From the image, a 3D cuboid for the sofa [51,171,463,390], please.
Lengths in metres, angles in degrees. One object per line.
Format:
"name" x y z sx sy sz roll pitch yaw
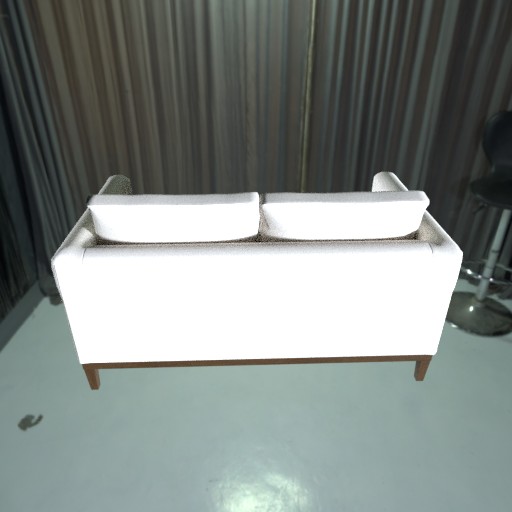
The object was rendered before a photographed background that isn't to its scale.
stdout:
"sofa" 0.000 0.000 2.181 1.598 0.873 0.905 -1 30 -2
